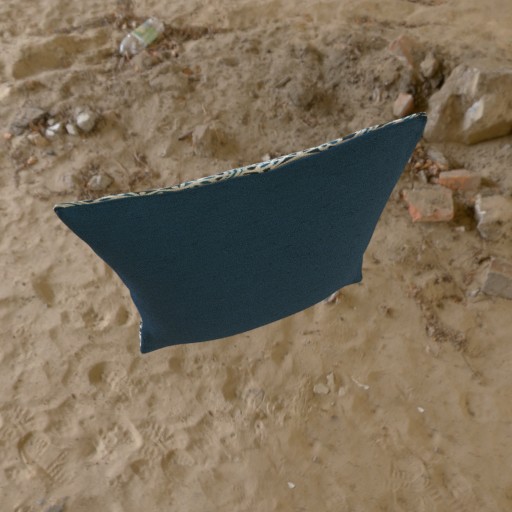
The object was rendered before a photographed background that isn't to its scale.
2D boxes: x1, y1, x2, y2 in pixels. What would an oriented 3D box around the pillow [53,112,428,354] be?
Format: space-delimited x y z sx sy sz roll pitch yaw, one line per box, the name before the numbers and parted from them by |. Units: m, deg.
pillow | 0.000 0.000 0.660 0.440 0.420 0.145 -17 60 -10
